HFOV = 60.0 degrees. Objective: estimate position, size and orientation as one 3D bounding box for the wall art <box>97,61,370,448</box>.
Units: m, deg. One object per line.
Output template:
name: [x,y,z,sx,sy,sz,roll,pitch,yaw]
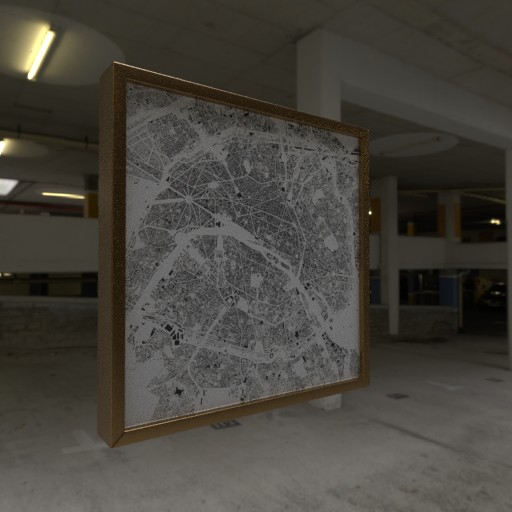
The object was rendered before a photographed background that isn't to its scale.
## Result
wall art: [0.000,0.000,0.451,0.305,0.305,0.037,1,-1,-36]
